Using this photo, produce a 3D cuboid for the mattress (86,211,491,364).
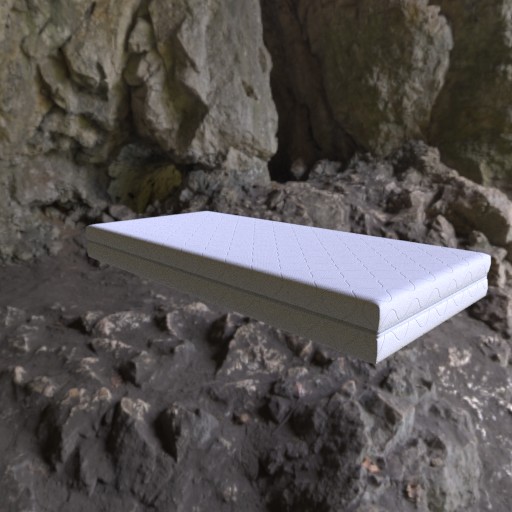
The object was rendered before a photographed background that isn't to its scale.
[{"bbox_3d":[0.000,0.000,2.221,0.900,0.200,1.900,-13,19,-43],"label":"mattress"}]
